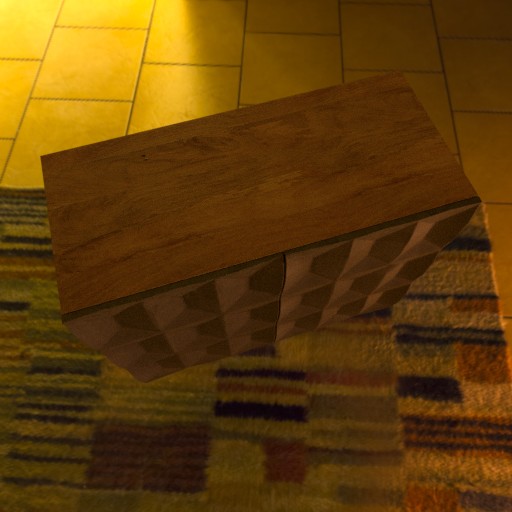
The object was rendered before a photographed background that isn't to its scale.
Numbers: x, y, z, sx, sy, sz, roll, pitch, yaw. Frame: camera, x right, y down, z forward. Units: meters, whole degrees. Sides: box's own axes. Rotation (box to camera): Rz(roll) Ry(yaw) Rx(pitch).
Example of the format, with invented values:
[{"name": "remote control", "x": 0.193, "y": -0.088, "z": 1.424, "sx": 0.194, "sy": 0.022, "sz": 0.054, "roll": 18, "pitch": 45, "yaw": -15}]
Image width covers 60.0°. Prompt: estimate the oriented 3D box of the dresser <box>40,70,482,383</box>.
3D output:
[{"name": "dresser", "x": 0.000, "y": 0.000, "z": 1.426, "sx": 0.967, "sy": 0.847, "sz": 0.446, "roll": -16, "pitch": 66, "yaw": -7}]
